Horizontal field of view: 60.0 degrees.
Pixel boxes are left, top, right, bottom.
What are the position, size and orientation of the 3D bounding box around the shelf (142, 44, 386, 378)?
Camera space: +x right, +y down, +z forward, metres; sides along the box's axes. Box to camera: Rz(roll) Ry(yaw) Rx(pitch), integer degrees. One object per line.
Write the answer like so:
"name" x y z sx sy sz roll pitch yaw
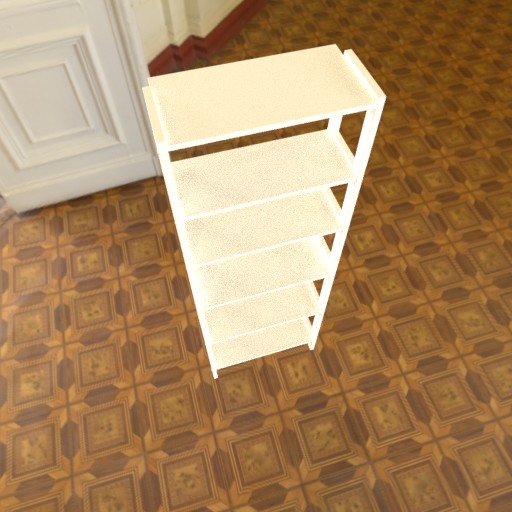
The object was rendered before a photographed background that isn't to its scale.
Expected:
"shelf" 0.000 0.000 2.086 0.660 1.892 0.381 -14 58 -9
